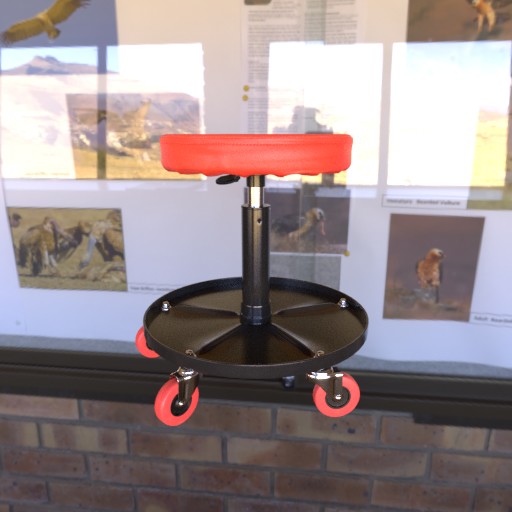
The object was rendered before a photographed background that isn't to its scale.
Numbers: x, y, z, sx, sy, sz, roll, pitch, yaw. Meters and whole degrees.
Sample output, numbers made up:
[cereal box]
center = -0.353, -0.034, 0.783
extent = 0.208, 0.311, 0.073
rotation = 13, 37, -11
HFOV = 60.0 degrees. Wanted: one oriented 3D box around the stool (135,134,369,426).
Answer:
[stool]
center = 0.000, 0.000, 0.687
extent = 0.381, 0.365, 0.382
rotation = -7, 17, -24
